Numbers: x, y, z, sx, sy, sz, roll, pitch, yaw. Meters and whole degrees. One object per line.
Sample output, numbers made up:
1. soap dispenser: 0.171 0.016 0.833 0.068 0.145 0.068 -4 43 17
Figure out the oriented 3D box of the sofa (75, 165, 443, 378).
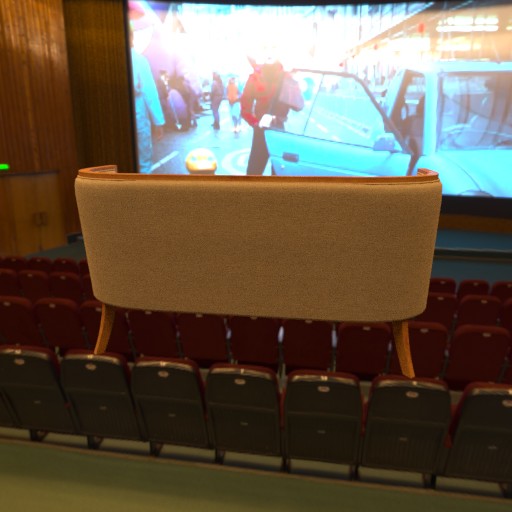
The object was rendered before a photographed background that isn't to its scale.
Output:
1. sofa: 0.000 0.000 1.995 1.474 0.775 0.770 2 15 8
